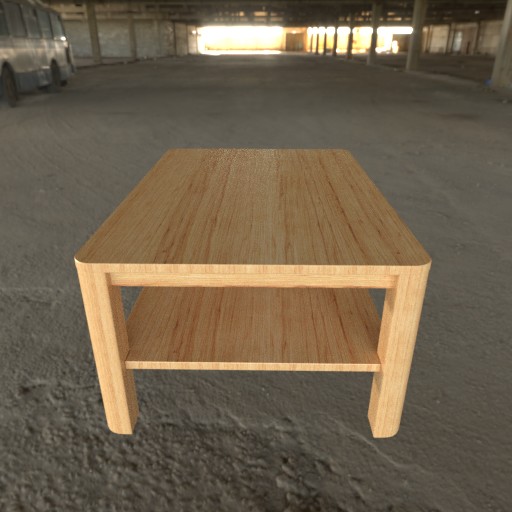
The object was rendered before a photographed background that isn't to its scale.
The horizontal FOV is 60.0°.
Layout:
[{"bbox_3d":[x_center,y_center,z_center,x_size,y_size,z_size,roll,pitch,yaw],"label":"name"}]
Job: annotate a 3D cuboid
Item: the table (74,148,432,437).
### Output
[{"bbox_3d":[0.000,0.000,1.375,0.696,0.445,0.997,0,26,1],"label":"table"}]
